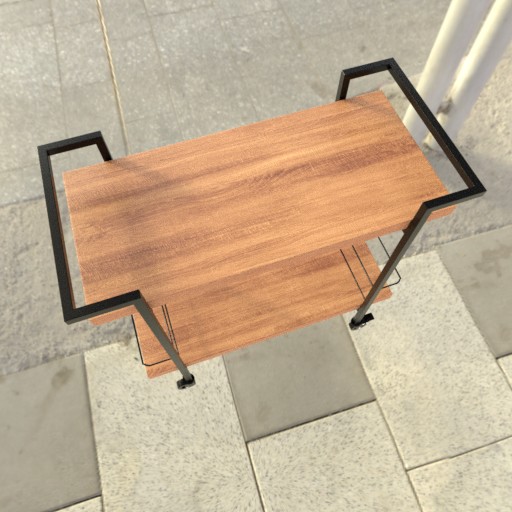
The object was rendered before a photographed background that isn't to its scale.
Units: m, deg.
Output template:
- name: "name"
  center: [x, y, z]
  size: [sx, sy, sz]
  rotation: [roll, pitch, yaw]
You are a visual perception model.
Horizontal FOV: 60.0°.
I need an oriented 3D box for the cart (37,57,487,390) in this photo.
- name: "cart"
  center: [0.000, 0.000, 1.216]
  size: [0.806, 0.762, 0.406]
  rotation: [-17, 64, -8]
